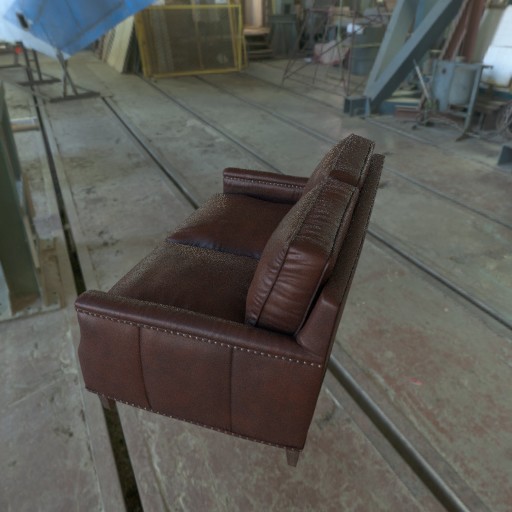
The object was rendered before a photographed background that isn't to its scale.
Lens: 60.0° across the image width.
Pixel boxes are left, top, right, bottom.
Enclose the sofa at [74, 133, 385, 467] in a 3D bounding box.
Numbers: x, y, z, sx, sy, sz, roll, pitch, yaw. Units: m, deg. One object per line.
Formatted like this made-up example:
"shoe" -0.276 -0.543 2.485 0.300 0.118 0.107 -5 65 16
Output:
"sofa" 0.000 0.000 2.271 1.083 1.003 1.628 10 33 16
